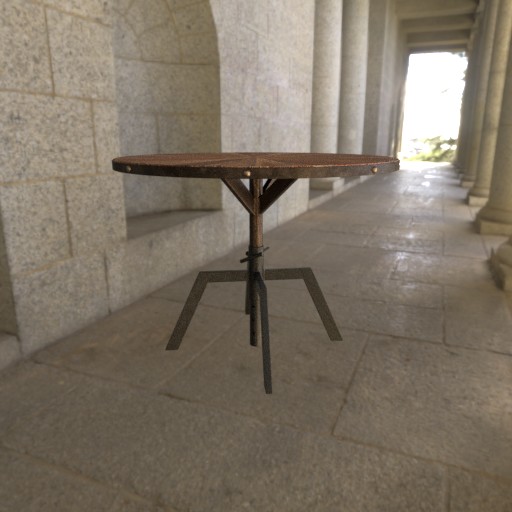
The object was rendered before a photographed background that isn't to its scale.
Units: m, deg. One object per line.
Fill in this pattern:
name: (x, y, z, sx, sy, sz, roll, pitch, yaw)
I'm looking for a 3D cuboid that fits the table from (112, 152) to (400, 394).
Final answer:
table: (0.000, 0.000, 1.509, 0.885, 0.658, 0.885, 0, 15, 0)
